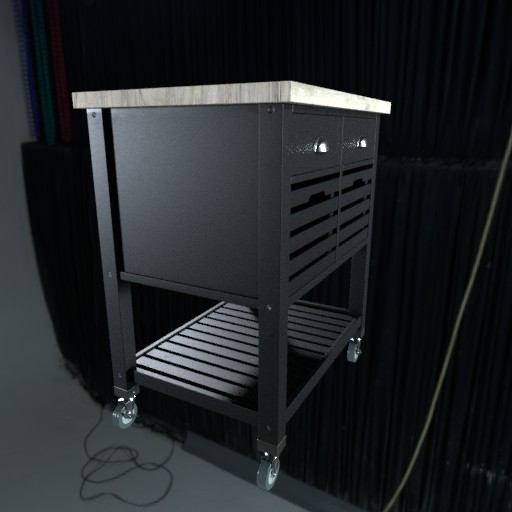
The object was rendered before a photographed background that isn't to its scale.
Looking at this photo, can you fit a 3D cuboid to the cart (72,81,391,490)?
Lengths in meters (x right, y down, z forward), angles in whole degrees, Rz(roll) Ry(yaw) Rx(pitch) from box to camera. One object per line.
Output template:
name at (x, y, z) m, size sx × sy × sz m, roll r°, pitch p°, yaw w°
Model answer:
cart at (0.000, 0.000, 1.370) m, size 0.567 × 0.920 × 0.797 m, roll 9°, pitch 18°, yaw 28°
